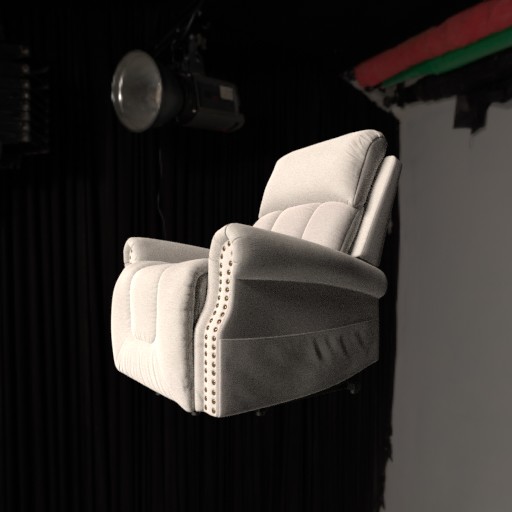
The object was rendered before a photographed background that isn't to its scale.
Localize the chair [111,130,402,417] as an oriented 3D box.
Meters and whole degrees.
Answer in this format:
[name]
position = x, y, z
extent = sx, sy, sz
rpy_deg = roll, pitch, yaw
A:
[chair]
position = 0.000, 0.000, 1.751
extent = 0.979, 1.031, 0.871
rpy_deg = 1, -2, -36
